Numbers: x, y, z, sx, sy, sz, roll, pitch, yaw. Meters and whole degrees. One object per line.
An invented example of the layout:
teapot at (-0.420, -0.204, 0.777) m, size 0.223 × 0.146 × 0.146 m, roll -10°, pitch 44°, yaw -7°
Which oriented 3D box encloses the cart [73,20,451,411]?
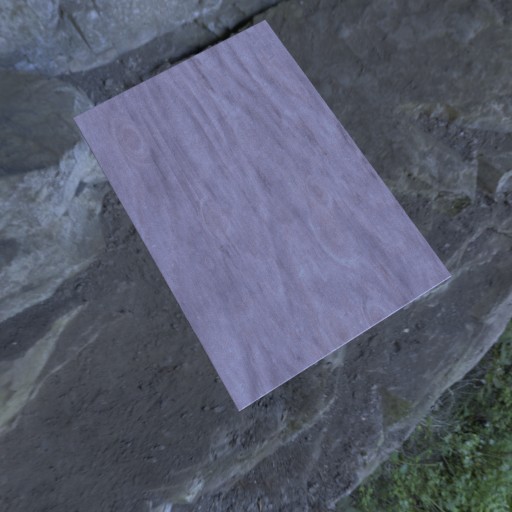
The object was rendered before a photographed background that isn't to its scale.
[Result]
cart at (0.000, 0.000, 1.152) m, size 0.403 × 0.839 × 0.584 m, roll -30°, pitch 78°, yaw -7°
